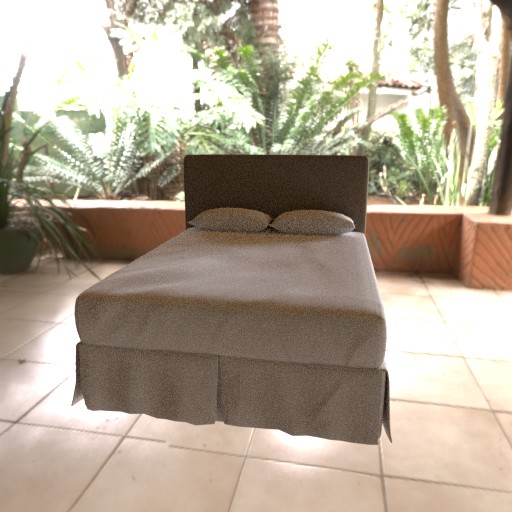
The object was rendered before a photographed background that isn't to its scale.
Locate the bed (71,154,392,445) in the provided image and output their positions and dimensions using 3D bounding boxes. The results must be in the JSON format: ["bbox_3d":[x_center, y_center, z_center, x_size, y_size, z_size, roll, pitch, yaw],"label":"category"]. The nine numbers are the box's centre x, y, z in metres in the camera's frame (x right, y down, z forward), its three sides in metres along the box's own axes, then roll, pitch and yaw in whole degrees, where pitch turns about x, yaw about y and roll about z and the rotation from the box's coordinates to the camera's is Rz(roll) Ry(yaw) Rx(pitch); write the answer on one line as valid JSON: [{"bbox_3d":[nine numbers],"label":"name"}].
[{"bbox_3d":[0.000,0.000,3.116,1.723,1.330,2.142,3,15,10],"label":"bed"}]
